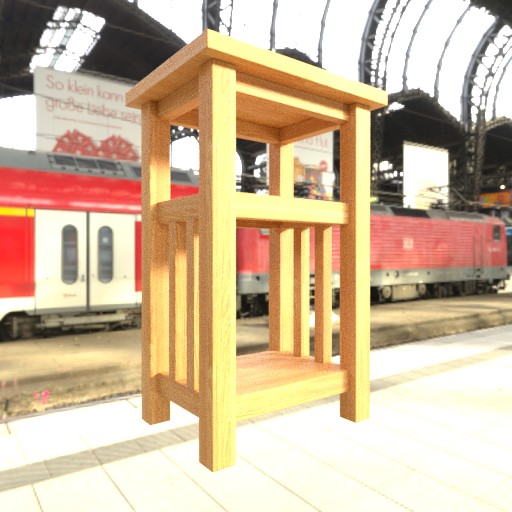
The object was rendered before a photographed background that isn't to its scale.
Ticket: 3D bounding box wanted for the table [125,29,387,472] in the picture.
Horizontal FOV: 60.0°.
[{"bbox_3d":[0.000,0.000,0.747,0.350,0.550,0.270,0,0,-37],"label":"table"}]
